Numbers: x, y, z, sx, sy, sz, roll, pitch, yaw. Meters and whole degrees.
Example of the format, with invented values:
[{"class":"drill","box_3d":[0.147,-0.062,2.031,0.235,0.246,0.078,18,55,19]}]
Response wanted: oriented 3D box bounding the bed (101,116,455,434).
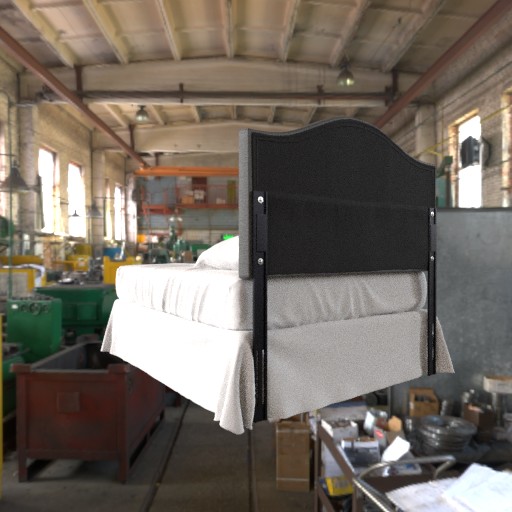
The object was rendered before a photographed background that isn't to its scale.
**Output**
[{"class":"bed","box_3d":[0.000,0.000,3.452,1.876,1.645,2.221,0,1,-35]}]
